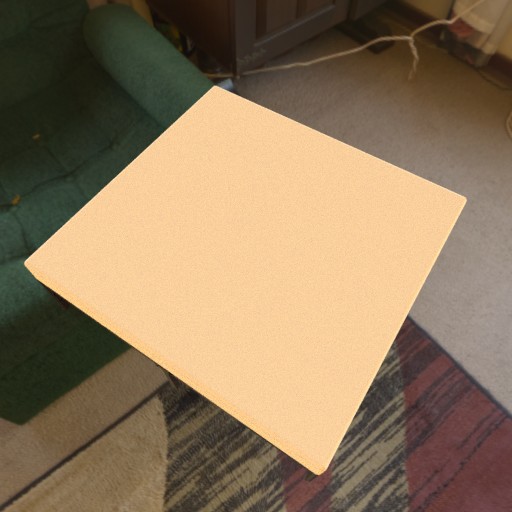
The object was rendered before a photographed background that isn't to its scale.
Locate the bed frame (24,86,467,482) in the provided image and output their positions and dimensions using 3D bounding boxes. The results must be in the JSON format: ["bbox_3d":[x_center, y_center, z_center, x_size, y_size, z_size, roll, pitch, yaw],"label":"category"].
[{"bbox_3d":[0.000,0.000,3.055,2.079,0.659,1.963,29,63,17],"label":"bed frame"}]
